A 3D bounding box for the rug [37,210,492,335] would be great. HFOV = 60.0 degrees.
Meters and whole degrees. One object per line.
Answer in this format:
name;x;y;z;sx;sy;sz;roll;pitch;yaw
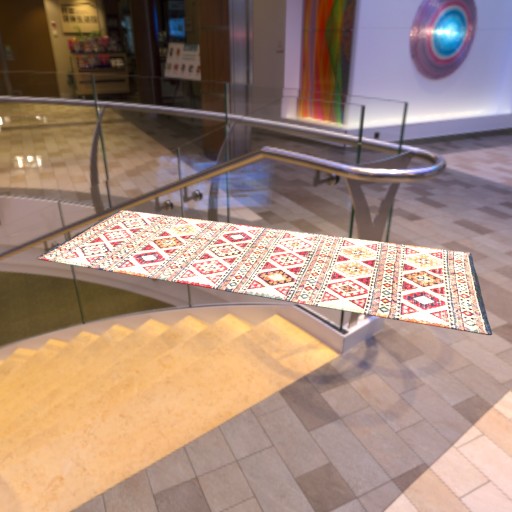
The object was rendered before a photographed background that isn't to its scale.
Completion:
rug;0.000;0.000;2.542;2.362;0.008;0.832;8;27;16
